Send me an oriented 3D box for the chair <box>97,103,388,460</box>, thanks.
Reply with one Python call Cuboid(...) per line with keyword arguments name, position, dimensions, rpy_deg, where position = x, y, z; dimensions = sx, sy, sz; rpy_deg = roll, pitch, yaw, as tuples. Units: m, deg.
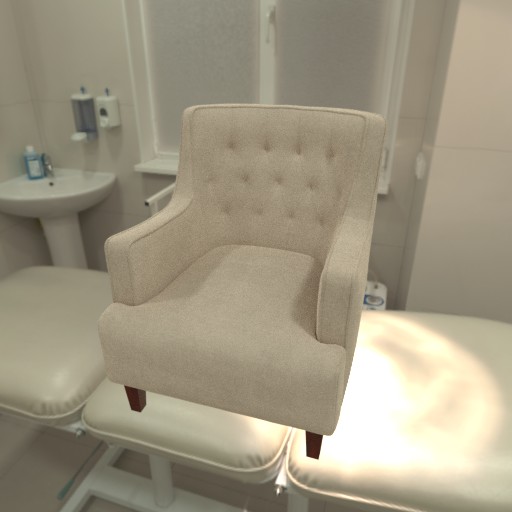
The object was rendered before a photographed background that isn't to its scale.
Cuboid(name="chair", position=(0.000, 0.000, 1.574), dimensions=(0.781, 0.920, 0.910), rpy_deg=(8, 28, 16))
